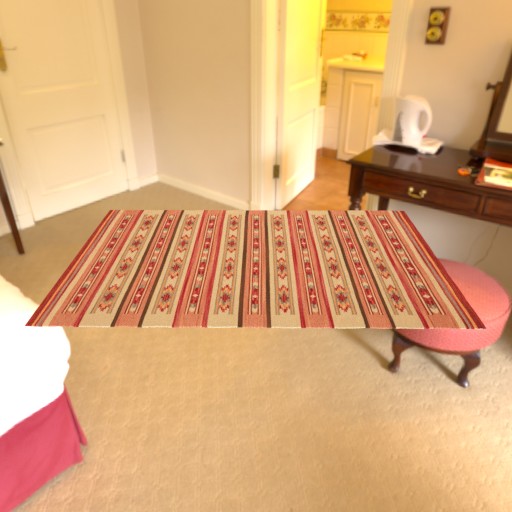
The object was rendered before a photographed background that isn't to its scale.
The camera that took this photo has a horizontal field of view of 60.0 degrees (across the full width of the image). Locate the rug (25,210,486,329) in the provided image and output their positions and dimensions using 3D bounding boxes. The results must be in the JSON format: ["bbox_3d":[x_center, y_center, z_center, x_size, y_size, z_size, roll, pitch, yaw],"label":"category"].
[{"bbox_3d":[0.000,0.000,2.997,2.431,0.010,1.535,0,29,0],"label":"rug"}]
